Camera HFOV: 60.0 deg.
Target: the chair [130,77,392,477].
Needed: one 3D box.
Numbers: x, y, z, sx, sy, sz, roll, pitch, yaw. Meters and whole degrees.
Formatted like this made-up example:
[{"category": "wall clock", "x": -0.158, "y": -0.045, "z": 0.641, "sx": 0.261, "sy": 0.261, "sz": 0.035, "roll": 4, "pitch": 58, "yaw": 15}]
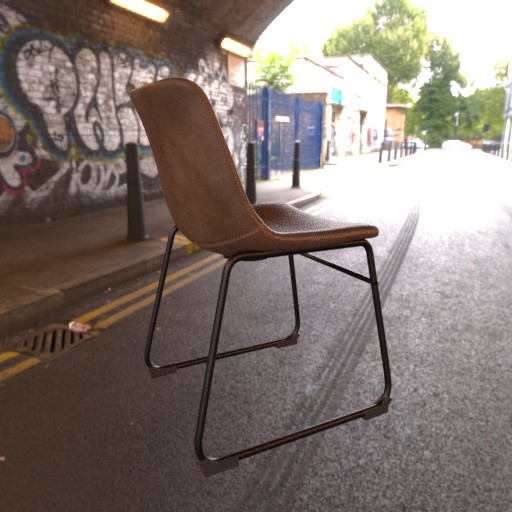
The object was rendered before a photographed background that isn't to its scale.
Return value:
[{"category": "chair", "x": 0.000, "y": 0.000, "z": 1.112, "sx": 0.551, "sy": 0.780, "sz": 0.460, "roll": -7, "pitch": 17, "yaw": -26}]
